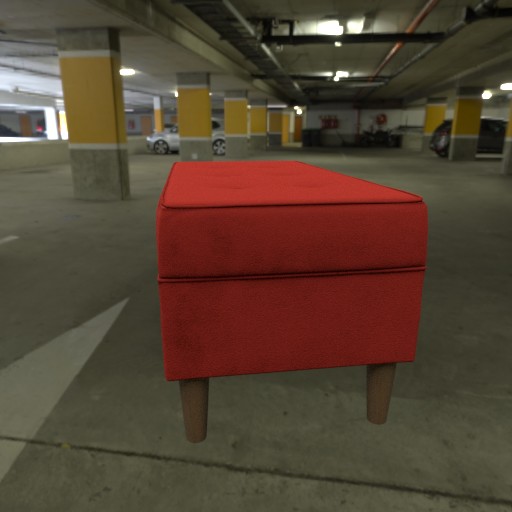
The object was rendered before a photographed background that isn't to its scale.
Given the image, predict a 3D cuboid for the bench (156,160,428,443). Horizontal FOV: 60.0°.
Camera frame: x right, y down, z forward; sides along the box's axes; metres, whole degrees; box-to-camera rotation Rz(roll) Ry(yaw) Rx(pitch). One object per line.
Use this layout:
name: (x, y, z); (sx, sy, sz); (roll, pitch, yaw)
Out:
bench: (0.000, 0.000, 1.275); (0.492, 0.471, 1.016); (-2, 16, -8)
